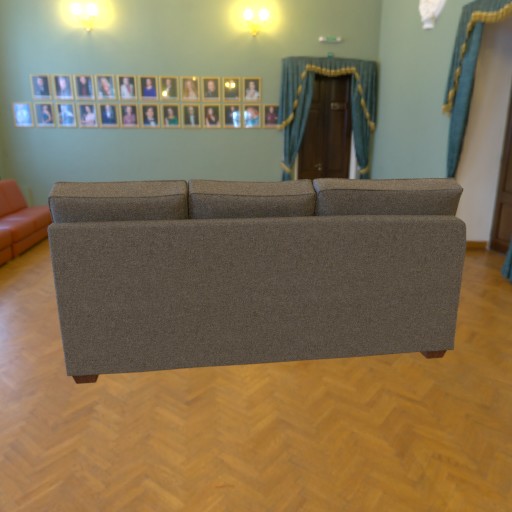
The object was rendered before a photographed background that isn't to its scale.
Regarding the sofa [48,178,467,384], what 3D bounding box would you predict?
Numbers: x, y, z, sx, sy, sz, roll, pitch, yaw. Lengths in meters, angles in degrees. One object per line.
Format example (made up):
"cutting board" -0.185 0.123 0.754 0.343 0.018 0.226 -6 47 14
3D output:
"sofa" 0.000 0.000 2.556 1.963 0.946 1.034 -2 15 -8
